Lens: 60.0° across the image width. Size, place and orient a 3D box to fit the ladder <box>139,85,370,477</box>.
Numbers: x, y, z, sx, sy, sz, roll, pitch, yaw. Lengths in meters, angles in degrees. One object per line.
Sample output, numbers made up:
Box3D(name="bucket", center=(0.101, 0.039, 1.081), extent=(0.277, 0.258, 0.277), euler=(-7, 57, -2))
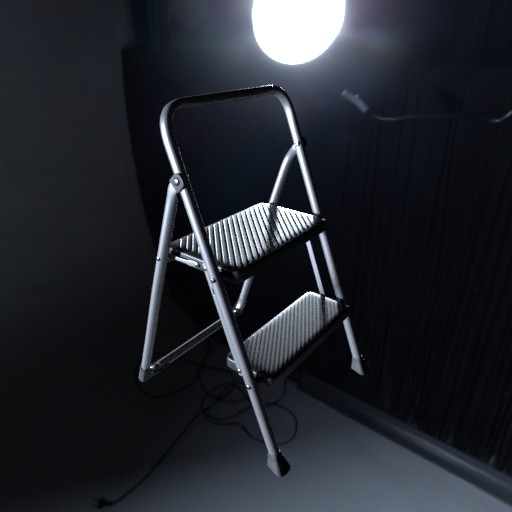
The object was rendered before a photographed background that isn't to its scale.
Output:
Box3D(name="ladder", center=(0.000, 0.000, 1.036), extent=(0.472, 0.720, 0.430), euler=(19, 32, 33))
